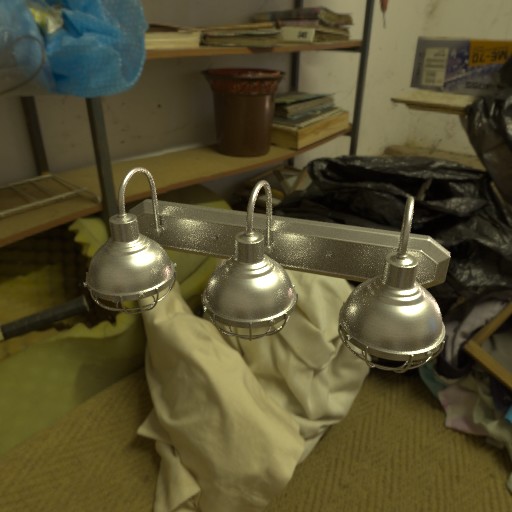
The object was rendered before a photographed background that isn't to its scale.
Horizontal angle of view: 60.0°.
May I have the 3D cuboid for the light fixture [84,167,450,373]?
[{"bbox_3d":[0.000,0.000,0.765,0.634,0.254,0.229,9,30,16],"label":"light fixture"}]
